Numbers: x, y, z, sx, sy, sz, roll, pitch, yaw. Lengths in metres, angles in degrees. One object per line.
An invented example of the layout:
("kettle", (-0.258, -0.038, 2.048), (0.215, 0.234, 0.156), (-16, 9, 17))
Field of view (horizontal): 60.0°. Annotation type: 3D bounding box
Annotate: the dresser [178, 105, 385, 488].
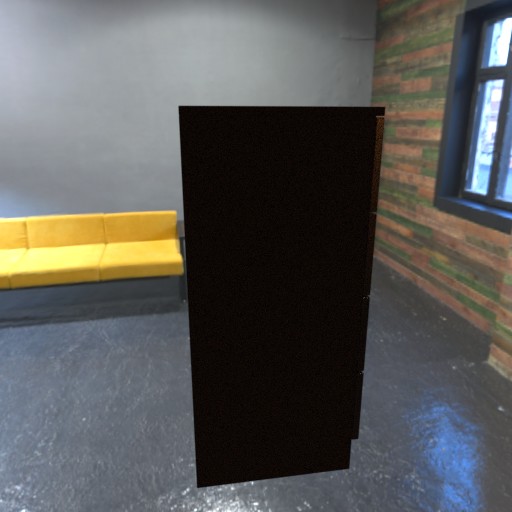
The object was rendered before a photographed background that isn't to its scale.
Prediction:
("dresser", (0.000, 0.000, 1.155), (0.360, 0.720, 0.750), (-3, 17, -9))
